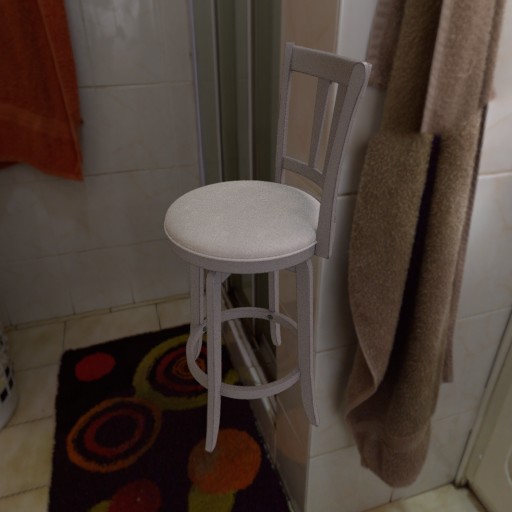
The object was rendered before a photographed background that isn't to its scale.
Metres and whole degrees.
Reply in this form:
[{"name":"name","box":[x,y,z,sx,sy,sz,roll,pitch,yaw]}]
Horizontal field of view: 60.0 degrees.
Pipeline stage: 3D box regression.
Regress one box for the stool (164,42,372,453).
[{"name":"stool","box":[0.000,0.000,1.221,0.475,1.023,0.436,-8,31,-13]}]
